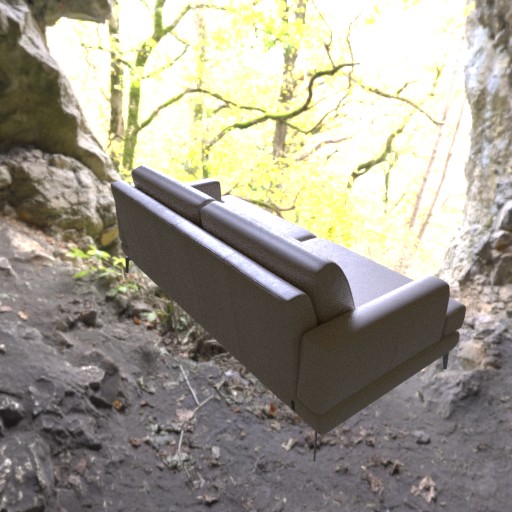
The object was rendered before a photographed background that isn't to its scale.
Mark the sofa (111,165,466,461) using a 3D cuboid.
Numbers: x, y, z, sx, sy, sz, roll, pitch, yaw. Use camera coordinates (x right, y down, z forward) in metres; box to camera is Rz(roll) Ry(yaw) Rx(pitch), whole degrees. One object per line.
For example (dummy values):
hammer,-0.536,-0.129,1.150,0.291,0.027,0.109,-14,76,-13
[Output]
sofa,0.000,0.000,2.426,0.974,0.765,1.940,-18,32,-32
